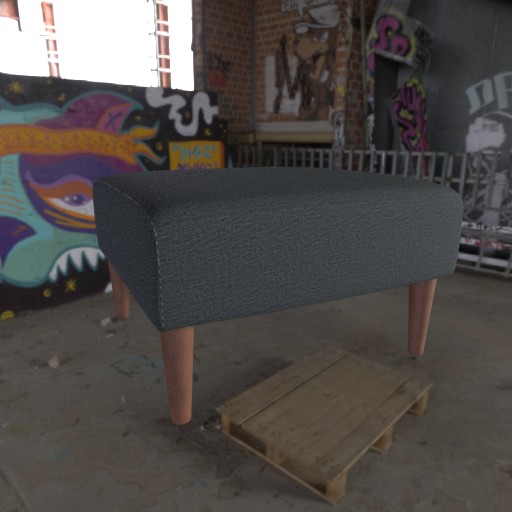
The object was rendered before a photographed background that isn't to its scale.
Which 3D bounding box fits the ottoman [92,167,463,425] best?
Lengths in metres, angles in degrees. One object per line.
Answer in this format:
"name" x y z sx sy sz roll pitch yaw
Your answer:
"ottoman" 0.000 0.000 1.059 0.650 0.398 0.649 -7 17 -26
